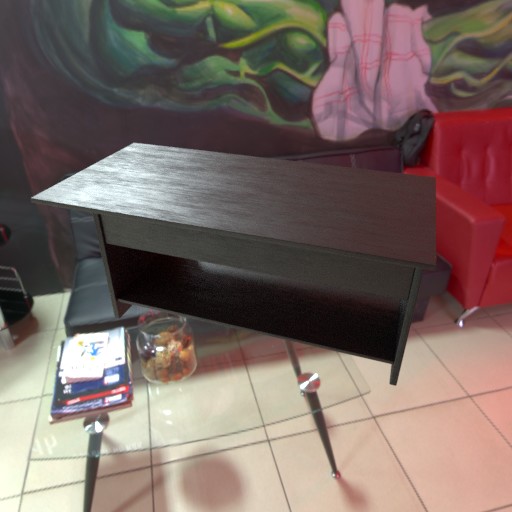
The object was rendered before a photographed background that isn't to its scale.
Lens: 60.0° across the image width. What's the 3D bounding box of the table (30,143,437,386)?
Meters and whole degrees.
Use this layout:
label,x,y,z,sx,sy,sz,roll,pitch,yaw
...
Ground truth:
label,x,y,z,sx,sy,sz,roll,pitch,yaw
table,0.000,0.000,1.452,1.000,0.570,0.712,10,33,16
